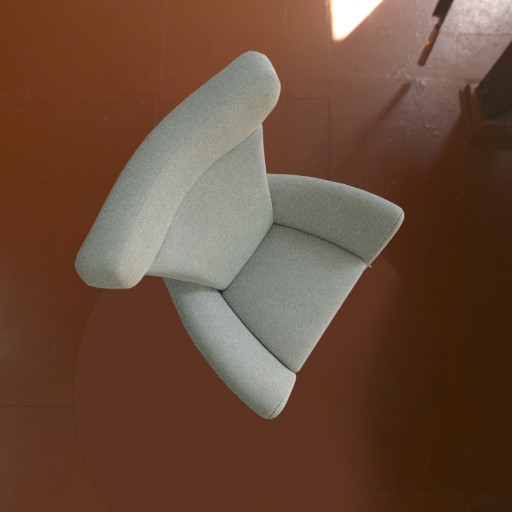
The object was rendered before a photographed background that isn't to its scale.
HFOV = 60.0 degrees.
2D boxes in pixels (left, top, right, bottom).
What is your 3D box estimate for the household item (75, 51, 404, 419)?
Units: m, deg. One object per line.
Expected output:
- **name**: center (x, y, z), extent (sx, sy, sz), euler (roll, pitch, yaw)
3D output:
- **household item**: center (0.000, 0.000, 1.790), extent (0.900, 1.050, 0.980), euler (34, 78, 8)
